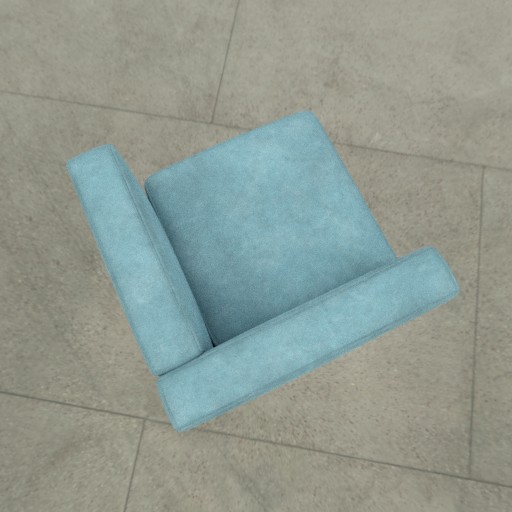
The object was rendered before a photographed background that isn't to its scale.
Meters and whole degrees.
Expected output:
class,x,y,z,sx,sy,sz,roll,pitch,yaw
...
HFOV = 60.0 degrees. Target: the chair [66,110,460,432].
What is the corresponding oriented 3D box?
class,x,y,z,sx,sy,sz,roll,pitch,yaw
chair,0.000,0.000,1.272,0.691,0.660,0.684,-25,76,-6
